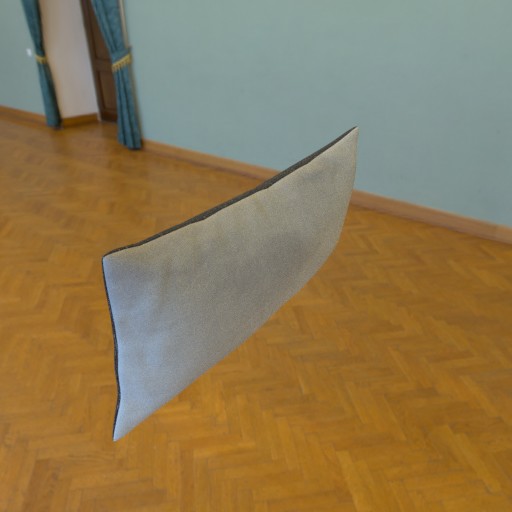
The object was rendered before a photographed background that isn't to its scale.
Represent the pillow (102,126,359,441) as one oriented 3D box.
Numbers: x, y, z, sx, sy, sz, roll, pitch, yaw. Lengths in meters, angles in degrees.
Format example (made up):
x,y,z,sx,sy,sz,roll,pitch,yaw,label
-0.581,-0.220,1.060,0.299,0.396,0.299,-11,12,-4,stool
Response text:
x,y,z,sx,sy,sz,roll,pitch,yaw,label
0.000,0.000,0.727,0.156,0.305,0.608,19,35,29,pillow
